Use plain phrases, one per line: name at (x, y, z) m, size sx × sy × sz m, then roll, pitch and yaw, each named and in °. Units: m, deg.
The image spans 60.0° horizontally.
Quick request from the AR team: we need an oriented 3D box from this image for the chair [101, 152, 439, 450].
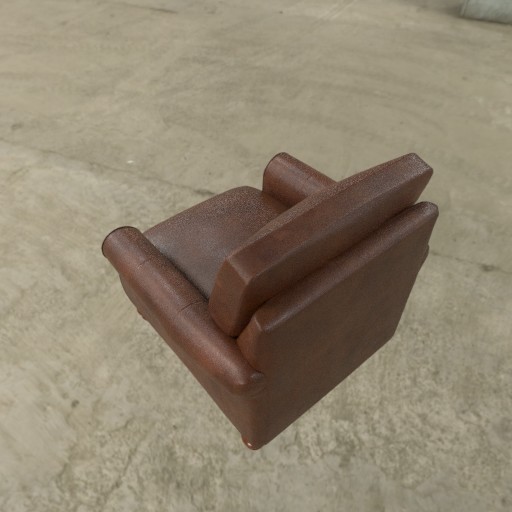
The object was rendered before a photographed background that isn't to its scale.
chair at (0.000, 0.000, 1.777) m, size 0.989 × 0.972 × 0.992 m, roll -30°, pitch 52°, yaw -27°
